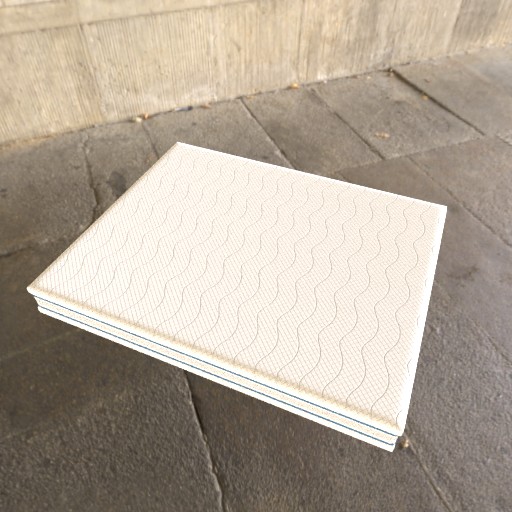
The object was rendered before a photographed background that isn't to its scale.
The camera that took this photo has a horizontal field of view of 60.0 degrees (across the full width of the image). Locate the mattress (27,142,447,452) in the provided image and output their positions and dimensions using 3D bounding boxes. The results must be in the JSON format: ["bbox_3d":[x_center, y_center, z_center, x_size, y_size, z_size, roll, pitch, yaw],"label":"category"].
[{"bbox_3d":[0.000,0.000,2.688,2.000,0.230,1.600,17,48,16],"label":"mattress"}]
